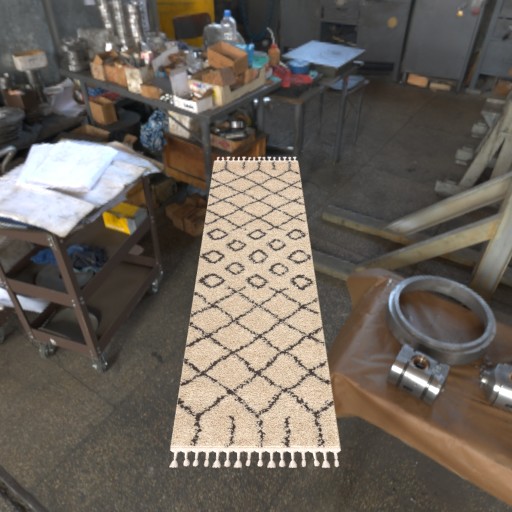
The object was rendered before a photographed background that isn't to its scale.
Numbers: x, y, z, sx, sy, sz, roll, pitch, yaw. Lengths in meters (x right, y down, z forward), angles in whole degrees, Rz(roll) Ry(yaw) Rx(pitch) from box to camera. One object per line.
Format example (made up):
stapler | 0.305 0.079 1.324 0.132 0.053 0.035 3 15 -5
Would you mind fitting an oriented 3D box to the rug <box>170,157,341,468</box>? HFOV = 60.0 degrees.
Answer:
rug | 0.000 0.000 2.606 0.660 0.005 2.464 0 40 0
